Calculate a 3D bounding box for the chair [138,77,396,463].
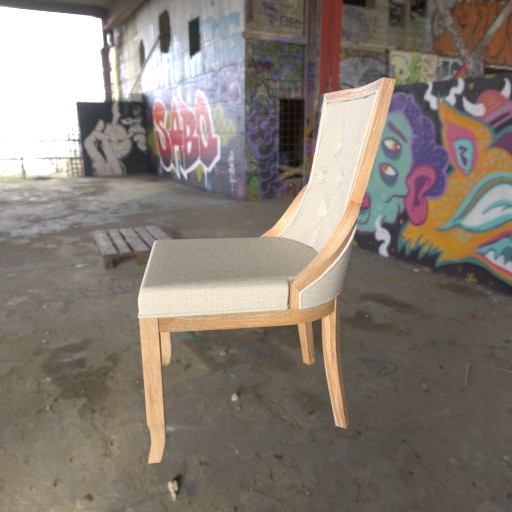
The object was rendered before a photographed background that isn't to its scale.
[{"bbox_3d":[0.000,0.000,1.311,0.641,0.947,0.524,-2,16,-8],"label":"chair"}]
